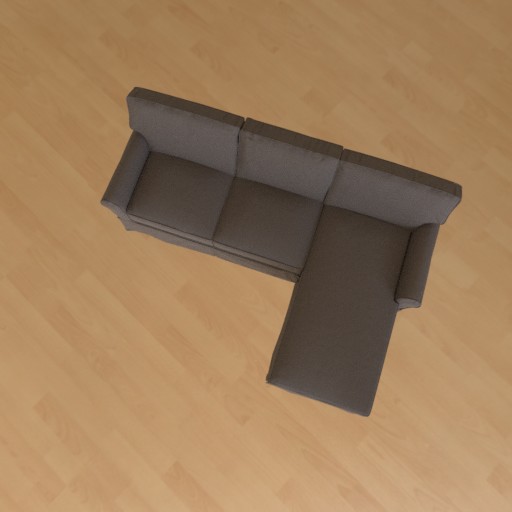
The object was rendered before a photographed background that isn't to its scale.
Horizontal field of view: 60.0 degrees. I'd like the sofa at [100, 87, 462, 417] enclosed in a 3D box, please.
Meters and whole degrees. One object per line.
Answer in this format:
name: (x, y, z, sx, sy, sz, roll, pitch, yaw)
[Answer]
sofa: (0.000, 0.000, 3.304, 2.475, 0.978, 1.733, 18, 77, 4)
